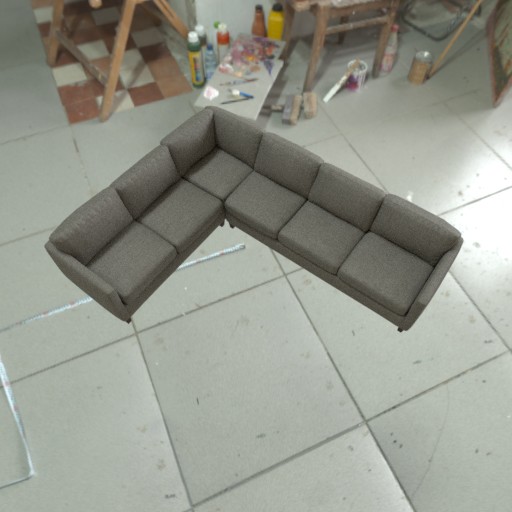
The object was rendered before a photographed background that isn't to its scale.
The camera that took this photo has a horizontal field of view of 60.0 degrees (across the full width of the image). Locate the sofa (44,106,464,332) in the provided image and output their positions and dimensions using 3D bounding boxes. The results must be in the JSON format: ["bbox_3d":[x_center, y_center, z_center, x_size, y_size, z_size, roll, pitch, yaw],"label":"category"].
[{"bbox_3d":[0.000,0.000,4.529,3.302,0.947,2.593,32,63,19],"label":"sofa"}]
